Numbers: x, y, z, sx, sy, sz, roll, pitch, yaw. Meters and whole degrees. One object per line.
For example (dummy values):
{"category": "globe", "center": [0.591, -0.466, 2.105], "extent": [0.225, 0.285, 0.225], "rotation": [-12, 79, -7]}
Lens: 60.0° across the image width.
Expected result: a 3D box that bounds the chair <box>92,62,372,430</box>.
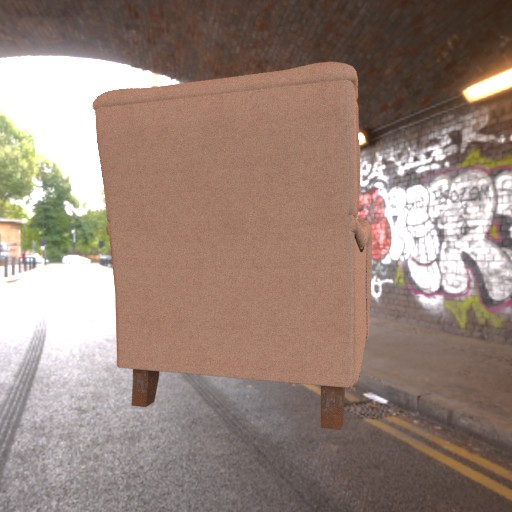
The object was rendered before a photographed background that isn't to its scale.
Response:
{"category": "chair", "center": [0.000, 0.000, 1.780], "extent": [0.879, 1.119, 0.953], "rotation": [0, 0, 17]}
